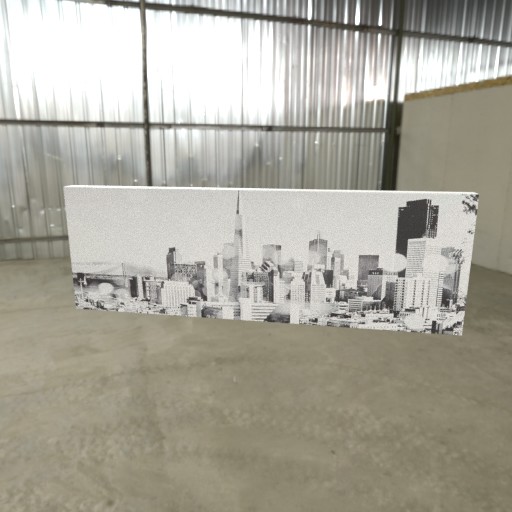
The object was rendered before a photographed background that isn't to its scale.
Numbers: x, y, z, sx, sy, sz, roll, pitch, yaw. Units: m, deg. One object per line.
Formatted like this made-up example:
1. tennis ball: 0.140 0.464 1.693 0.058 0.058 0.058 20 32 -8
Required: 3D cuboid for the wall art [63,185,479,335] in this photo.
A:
1. wall art: 0.000 0.000 0.855 0.766 0.256 0.036 3 14 10
